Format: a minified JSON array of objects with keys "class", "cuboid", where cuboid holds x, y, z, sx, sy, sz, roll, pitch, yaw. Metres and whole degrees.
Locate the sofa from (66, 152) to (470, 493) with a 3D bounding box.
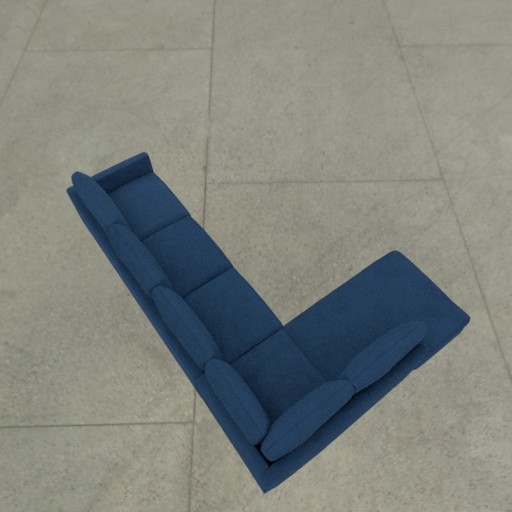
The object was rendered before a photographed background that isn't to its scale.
[{"class":"sofa","cuboid":[0.000,0.000,3.728,2.007,0.815,2.949,-32,63,-19]}]
